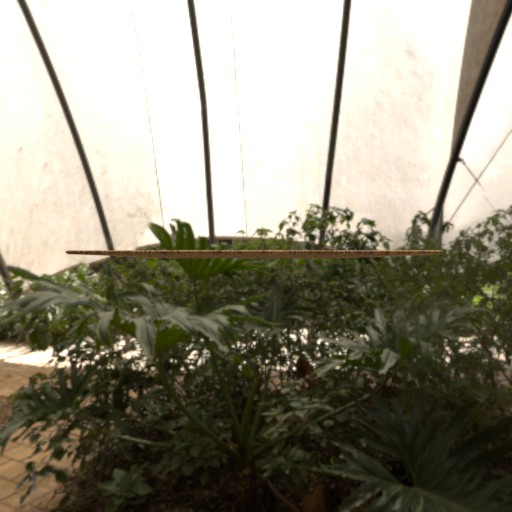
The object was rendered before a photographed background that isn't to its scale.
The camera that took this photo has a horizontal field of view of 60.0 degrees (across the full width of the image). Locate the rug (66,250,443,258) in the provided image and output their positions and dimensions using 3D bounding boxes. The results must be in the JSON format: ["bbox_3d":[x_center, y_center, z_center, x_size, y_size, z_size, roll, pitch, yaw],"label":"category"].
[{"bbox_3d":[0.000,0.000,2.359,1.243,0.014,1.846,0,-1,0],"label":"rug"}]
